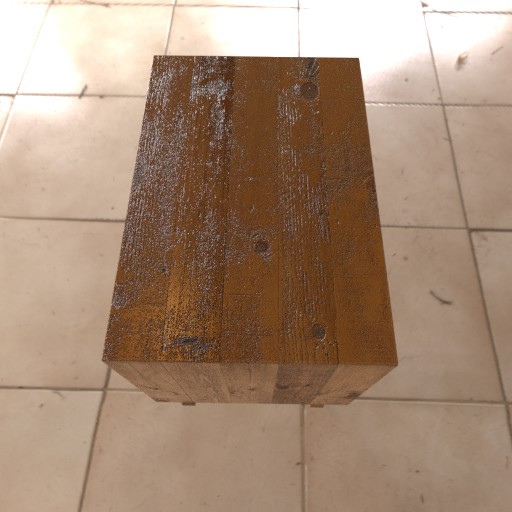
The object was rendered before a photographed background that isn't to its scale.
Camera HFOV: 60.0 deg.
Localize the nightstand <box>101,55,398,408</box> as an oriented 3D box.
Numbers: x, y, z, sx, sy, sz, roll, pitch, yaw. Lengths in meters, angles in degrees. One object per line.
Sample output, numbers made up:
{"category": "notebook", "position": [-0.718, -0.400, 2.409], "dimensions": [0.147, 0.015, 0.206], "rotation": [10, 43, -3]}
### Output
{"category": "nightstand", "position": [0.000, 0.000, 1.063], "dimensions": [0.450, 0.599, 0.650], "rotation": [1, 64, 0]}
